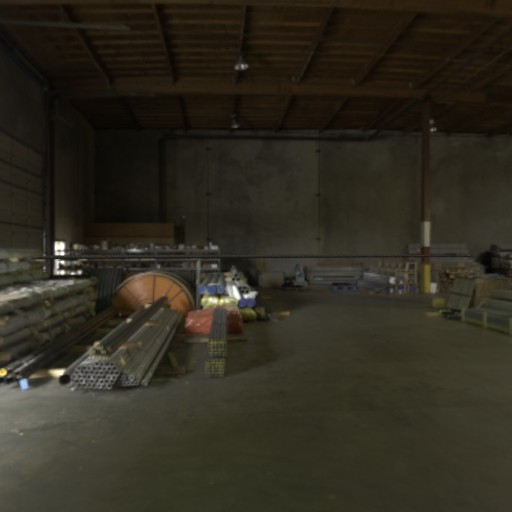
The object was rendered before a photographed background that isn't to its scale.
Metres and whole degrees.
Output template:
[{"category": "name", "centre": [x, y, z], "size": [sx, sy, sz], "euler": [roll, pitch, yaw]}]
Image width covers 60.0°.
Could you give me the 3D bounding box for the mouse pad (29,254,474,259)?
[{"category": "mouse pad", "centre": [0.000, 0.000, 1.040], "size": [0.907, 0.003, 0.424], "euler": [0, 1, -19]}]
